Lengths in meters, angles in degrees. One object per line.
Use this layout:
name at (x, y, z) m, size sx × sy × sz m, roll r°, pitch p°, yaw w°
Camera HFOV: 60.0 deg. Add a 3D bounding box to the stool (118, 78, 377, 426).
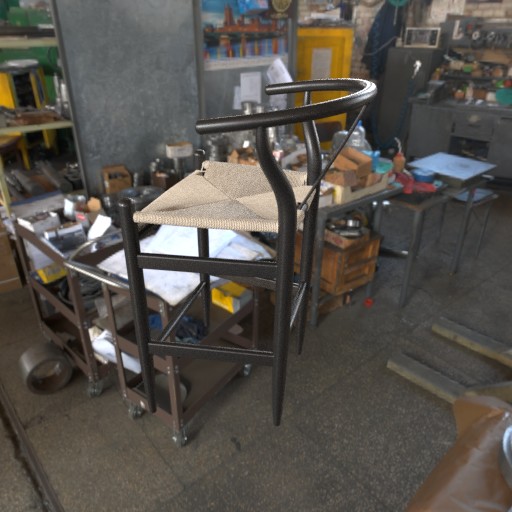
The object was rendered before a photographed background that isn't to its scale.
stool at (0.000, 0.000, 1.312) m, size 0.579 × 0.970 × 0.569 m, roll 8°, pitch 29°, yaw 14°
